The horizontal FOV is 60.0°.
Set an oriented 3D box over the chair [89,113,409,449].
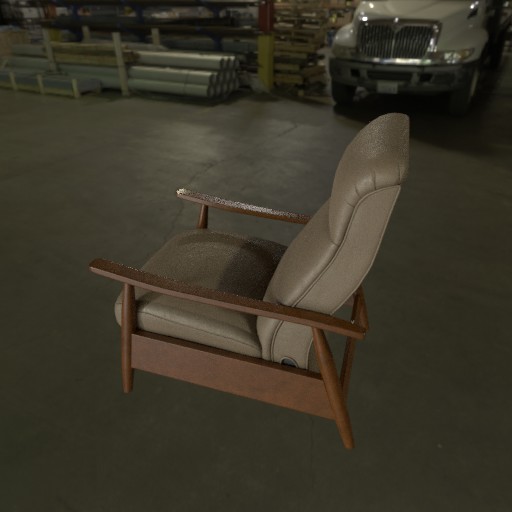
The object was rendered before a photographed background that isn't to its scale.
[{"bbox_3d":[0.000,0.000,1.786,1.014,1.082,0.762,9,31,14],"label":"chair"}]
